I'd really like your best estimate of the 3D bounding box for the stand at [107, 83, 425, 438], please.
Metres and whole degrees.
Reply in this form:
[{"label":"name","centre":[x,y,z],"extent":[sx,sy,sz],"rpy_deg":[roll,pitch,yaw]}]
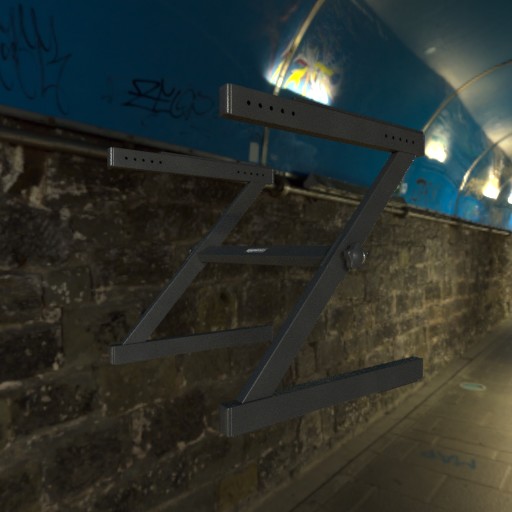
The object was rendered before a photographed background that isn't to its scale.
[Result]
[{"label":"stand","centre":[0.000,0.000,1.179],"extent":[0.586,0.617,0.700],"rpy_deg":[-1,1,-37]}]
